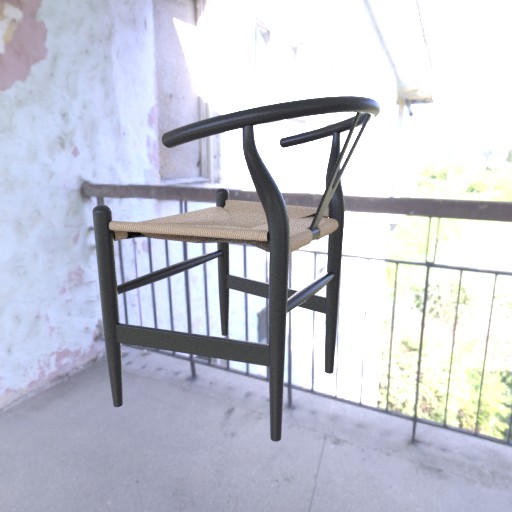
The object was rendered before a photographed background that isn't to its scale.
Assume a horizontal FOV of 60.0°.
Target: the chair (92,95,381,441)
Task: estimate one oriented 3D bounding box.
[{"bbox_3d":[0.000,0.000,1.136,0.570,0.739,0.570,7,16,28],"label":"chair"}]
